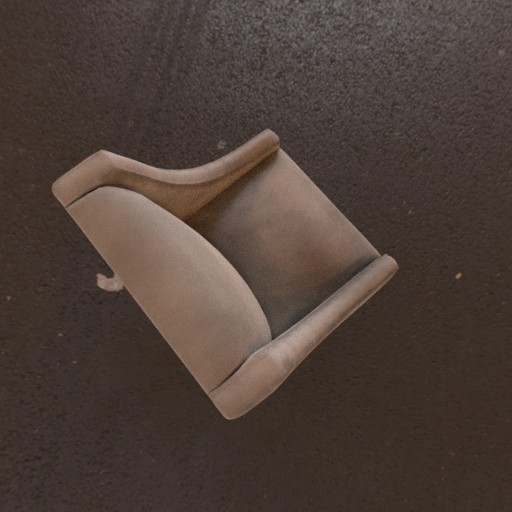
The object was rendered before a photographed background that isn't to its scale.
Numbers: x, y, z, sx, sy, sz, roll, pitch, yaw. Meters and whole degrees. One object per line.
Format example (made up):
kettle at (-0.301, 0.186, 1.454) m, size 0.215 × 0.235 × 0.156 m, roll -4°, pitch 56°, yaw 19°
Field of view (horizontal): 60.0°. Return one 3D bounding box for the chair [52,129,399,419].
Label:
chair at (0.000, 0.000, 1.334) m, size 0.629 × 0.895 × 0.629 m, roll -39°, pitch 78°, yaw -10°
